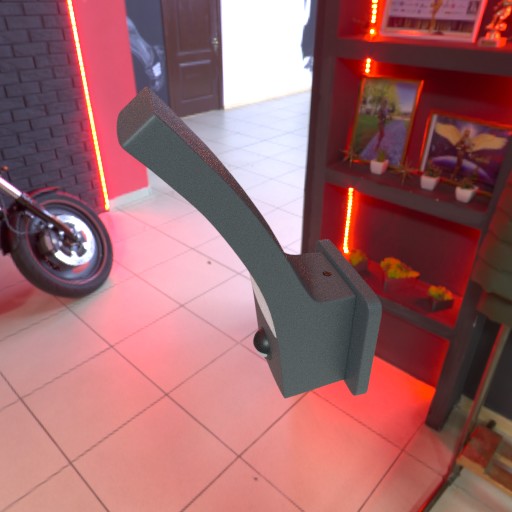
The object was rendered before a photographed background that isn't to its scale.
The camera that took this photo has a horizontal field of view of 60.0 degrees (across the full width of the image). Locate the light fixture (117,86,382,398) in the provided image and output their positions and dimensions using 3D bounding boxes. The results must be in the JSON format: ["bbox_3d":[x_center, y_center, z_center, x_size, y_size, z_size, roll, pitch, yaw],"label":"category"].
[{"bbox_3d":[0.000,0.000,0.340,0.174,0.243,0.108,-8,32,-13],"label":"light fixture"}]
